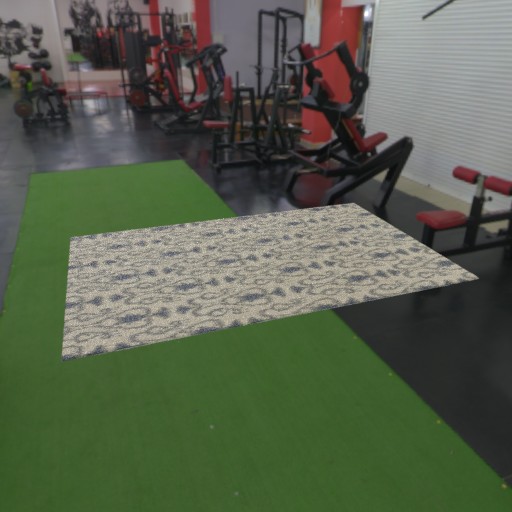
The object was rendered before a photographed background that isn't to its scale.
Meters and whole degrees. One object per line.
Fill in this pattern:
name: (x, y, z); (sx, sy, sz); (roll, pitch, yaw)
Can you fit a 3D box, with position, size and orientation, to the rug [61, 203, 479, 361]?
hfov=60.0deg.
rug: (0.000, 0.000, 2.075); (1.652, 0.006, 1.035); (-9, 27, -17)
